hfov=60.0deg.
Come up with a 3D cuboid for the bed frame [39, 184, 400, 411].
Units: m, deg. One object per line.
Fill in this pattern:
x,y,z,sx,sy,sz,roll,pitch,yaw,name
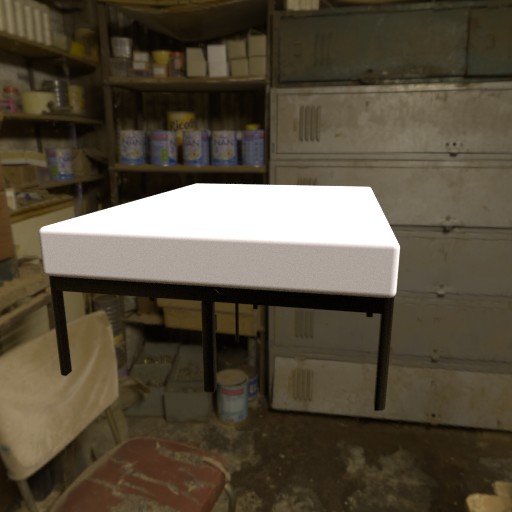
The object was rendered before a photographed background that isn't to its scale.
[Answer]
0.000,0.000,2.648,1.408,0.659,1.956,3,15,11,bed frame
